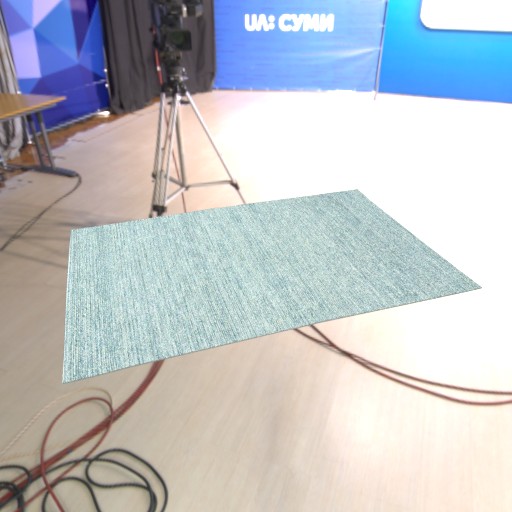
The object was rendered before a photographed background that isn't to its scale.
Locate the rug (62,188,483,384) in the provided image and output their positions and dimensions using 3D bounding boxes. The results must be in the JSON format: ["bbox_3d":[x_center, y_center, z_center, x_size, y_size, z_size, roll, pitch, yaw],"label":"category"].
[{"bbox_3d":[0.000,0.000,2.299,1.853,0.022,1.174,-10,34,-15],"label":"rug"}]
